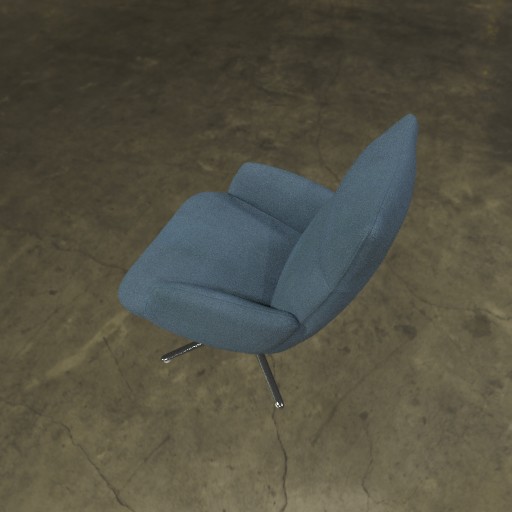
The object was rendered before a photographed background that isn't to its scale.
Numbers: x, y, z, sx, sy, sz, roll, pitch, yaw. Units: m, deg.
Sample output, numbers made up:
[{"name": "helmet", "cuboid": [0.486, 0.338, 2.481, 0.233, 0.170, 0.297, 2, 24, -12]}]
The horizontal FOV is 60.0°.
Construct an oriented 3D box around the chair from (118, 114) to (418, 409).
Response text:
[{"name": "chair", "cuboid": [0.000, 0.000, 1.583, 0.889, 1.016, 0.711, 17, 50, 15]}]
